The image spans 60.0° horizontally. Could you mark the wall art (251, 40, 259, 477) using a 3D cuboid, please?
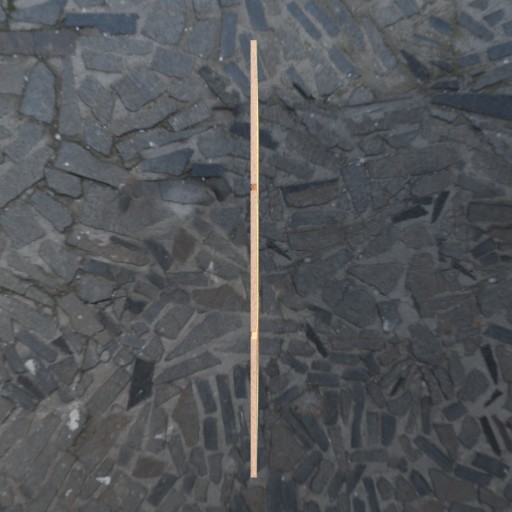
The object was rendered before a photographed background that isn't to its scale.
[{"bbox_3d":[0.000,0.000,1.835,0.016,1.207,1.217,0,92,1],"label":"wall art"}]
